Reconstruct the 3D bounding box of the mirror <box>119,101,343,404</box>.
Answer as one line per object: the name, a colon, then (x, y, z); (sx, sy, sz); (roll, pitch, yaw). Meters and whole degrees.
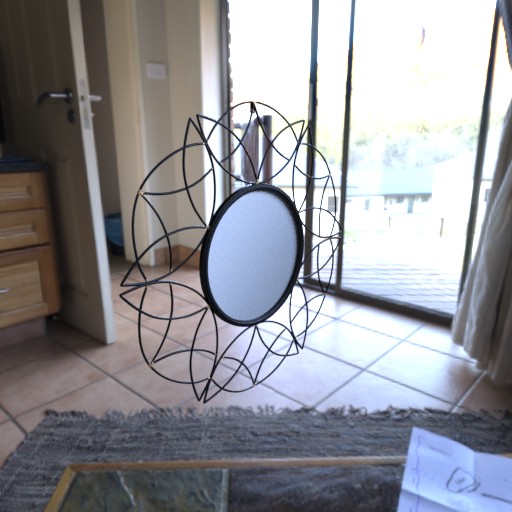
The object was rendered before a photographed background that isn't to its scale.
mirror: (0.000, 0.000, 1.169); (0.028, 0.775, 0.797); (14, 20, 42)
